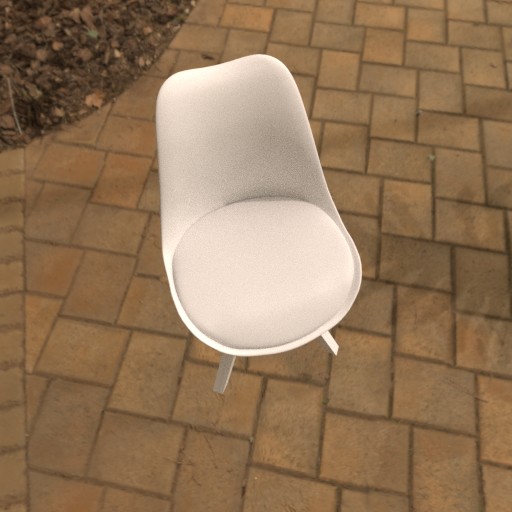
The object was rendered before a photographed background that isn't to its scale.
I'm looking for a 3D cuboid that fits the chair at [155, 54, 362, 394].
[{"bbox_3d":[0.000,0.000,1.213,0.485,0.850,0.550,-17,65,-8],"label":"chair"}]
